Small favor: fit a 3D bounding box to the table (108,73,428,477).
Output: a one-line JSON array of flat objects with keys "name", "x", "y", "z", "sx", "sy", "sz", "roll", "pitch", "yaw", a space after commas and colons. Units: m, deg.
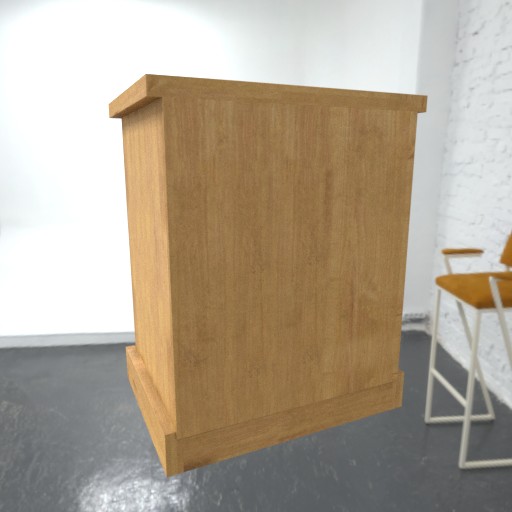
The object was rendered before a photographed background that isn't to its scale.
[{"name": "table", "x": 0.000, "y": 0.000, "z": 1.216, "sx": 0.660, "sy": 0.813, "sz": 0.500, "roll": -6, "pitch": 14, "yaw": -25}]
